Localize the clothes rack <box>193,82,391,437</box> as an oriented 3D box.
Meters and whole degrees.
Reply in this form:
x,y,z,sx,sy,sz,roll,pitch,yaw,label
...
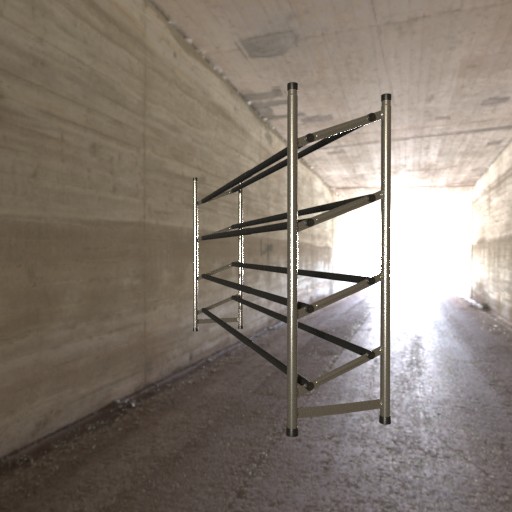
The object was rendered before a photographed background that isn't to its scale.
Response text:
x,y,z,sx,sy,sz,roll,pitch,yaw,label
0.000,0.000,1.424,0.229,0.672,1.168,0,1,-17,clothes rack
